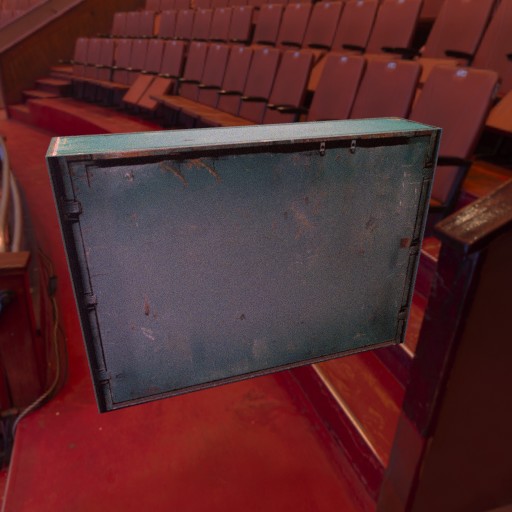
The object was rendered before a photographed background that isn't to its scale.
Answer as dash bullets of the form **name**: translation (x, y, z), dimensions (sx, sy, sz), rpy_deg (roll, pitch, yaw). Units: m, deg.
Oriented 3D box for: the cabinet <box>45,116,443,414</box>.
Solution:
- **cabinet**: translation (0.000, 0.000, 3.956), dimensions (3.001, 2.160, 0.680), rpy_deg (-9, 27, -17)
